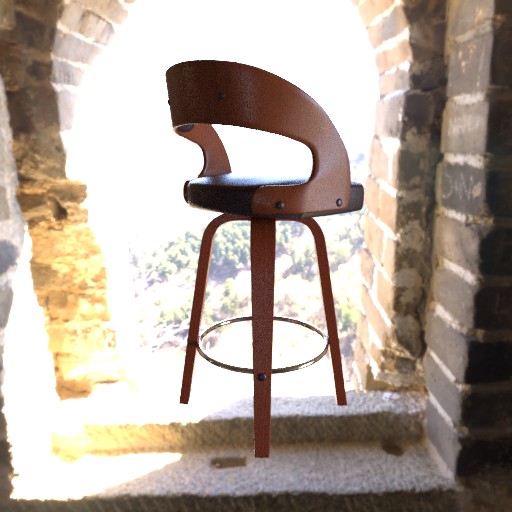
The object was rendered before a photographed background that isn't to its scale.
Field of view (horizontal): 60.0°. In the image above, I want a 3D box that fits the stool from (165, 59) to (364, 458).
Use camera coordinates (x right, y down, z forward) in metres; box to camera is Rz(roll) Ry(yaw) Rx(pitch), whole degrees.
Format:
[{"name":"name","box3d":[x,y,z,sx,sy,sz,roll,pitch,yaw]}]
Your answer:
[{"name":"stool","box3d":[0.000,0.000,1.219,0.457,0.940,0.457,-13,18,-42]}]
